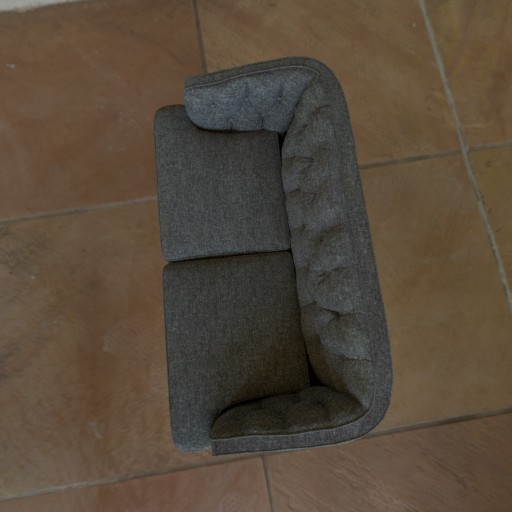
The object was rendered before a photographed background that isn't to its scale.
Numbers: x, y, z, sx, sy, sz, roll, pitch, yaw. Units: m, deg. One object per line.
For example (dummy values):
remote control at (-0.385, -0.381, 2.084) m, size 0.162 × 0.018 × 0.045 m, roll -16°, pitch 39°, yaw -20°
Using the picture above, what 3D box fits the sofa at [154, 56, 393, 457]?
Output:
sofa at (0.000, 0.000, 2.199) m, size 0.941 × 0.855 × 1.733 m, roll -6°, pitch 76°, yaw -1°
